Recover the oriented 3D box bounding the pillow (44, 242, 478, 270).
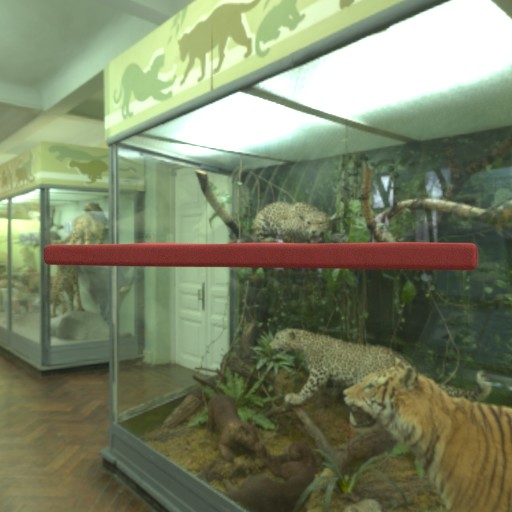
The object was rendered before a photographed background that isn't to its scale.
[{"bbox_3d":[0.000,0.000,1.342,1.187,0.081,0.492,0,1,17],"label":"pillow"}]
